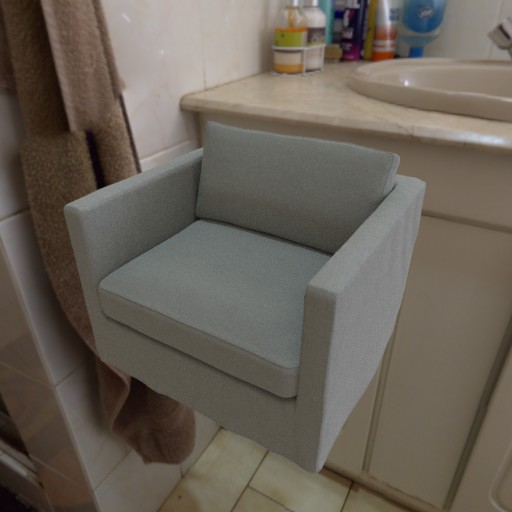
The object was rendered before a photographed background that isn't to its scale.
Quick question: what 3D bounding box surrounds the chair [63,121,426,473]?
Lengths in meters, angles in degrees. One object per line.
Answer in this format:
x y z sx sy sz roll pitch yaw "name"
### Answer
0.000 0.000 1.774 1.057 0.863 0.949 17 35 27 "chair"
